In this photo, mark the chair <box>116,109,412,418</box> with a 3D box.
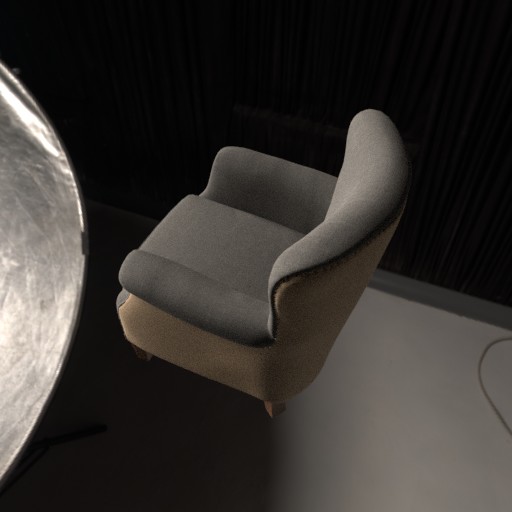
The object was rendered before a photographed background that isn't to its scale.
[{"bbox_3d":[0.000,0.000,1.661,0.921,0.936,0.861,17,48,16],"label":"chair"}]
